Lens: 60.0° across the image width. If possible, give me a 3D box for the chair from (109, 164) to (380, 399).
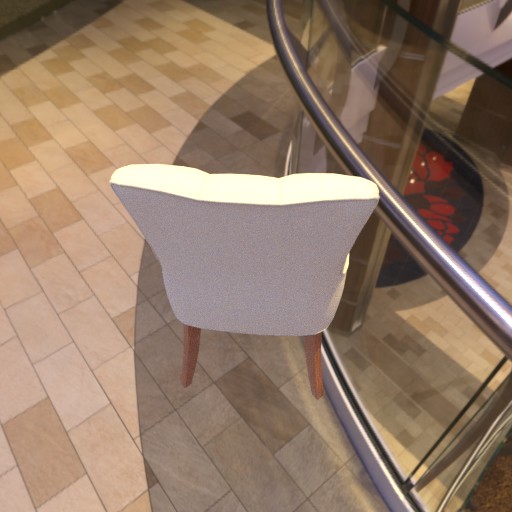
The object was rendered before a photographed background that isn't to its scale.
[{"bbox_3d":[0.000,0.000,1.192,0.509,0.874,0.565,4,47,4],"label":"chair"}]
